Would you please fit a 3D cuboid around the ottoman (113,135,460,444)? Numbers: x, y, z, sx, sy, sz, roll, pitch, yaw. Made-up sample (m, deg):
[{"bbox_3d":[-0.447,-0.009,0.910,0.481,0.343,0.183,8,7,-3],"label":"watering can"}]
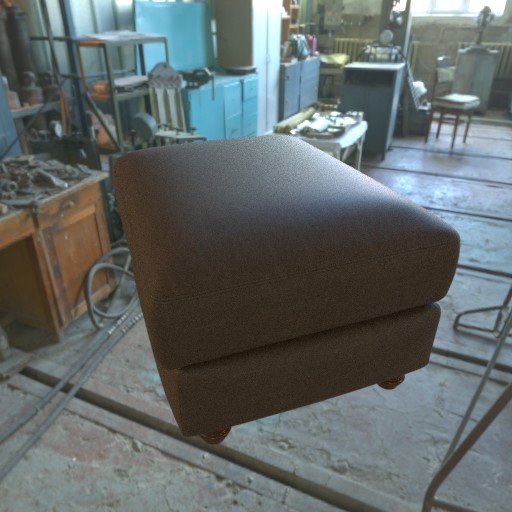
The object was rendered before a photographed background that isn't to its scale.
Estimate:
[{"bbox_3d":[0.000,0.000,1.158,0.635,0.508,0.787,-10,31,-18],"label":"ottoman"}]
